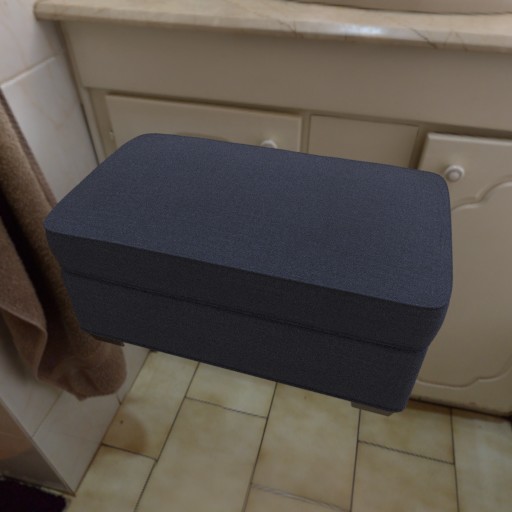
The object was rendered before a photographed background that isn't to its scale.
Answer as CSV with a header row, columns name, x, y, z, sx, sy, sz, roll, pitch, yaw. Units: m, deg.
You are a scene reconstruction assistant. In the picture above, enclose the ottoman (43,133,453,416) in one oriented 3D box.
name,x,y,z,sx,sy,sz,roll,pitch,yaw
ottoman,0.000,0.000,1.182,0.895,0.453,0.505,11,43,12
